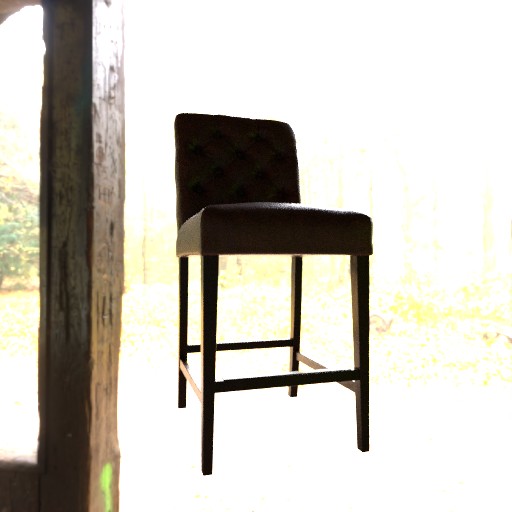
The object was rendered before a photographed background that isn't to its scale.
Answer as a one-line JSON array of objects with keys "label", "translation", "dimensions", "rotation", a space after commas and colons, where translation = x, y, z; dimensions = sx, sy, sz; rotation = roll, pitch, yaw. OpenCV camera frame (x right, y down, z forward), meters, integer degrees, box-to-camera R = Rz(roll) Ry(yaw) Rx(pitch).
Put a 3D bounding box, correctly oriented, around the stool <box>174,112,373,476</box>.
[{"label": "stool", "translation": [0.000, 0.000, 1.456], "dimensions": [0.486, 1.084, 0.660], "rotation": [0, 0, -17]}]
